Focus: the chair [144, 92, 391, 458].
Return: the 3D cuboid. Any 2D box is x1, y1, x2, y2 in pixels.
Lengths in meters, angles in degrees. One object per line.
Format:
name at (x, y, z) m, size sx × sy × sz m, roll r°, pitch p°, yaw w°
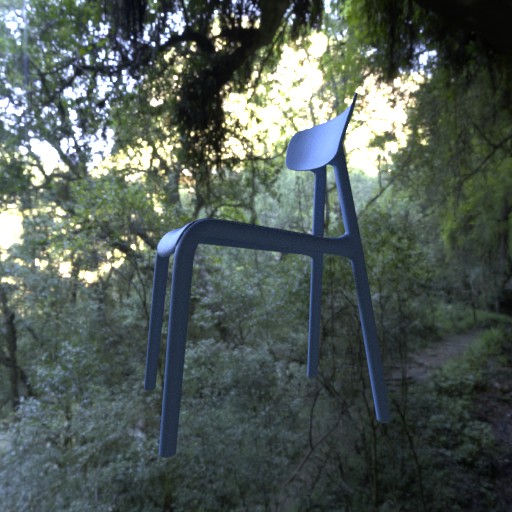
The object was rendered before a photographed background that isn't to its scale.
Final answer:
chair at (0.000, 0.000, 0.859) m, size 0.401 × 0.580 × 0.356 m, roll 0°, pitch 0°, yaw -18°
